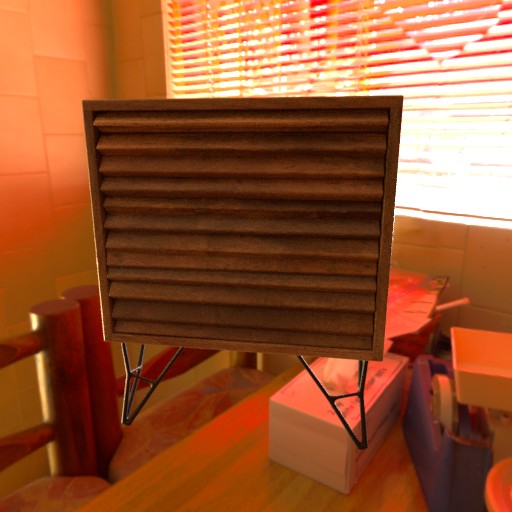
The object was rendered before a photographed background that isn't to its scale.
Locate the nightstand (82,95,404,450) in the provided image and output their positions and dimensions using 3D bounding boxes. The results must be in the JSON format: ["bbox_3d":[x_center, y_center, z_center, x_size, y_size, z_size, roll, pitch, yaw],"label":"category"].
[{"bbox_3d":[0.000,0.000,0.877,0.457,0.559,0.406,2,15,9],"label":"nightstand"}]
